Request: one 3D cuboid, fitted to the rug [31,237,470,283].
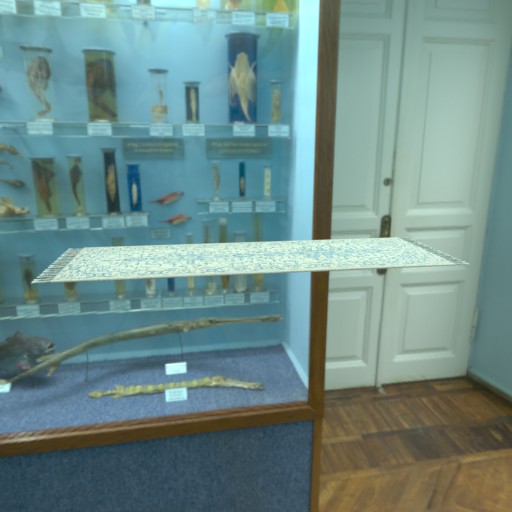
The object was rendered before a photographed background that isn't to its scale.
[{"bbox_3d":[0.000,0.000,2.804,2.449,0.011,0.774,-2,15,-8],"label":"rug"}]
